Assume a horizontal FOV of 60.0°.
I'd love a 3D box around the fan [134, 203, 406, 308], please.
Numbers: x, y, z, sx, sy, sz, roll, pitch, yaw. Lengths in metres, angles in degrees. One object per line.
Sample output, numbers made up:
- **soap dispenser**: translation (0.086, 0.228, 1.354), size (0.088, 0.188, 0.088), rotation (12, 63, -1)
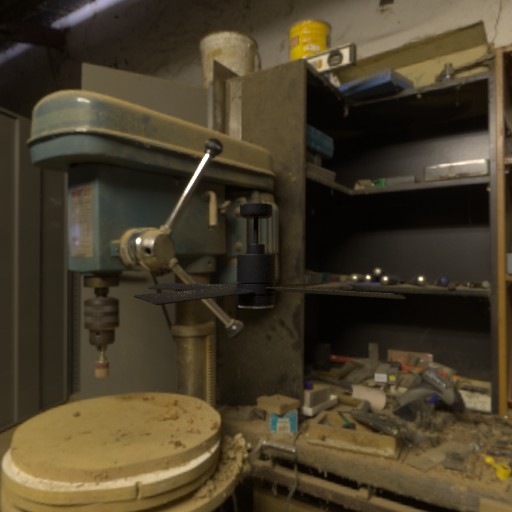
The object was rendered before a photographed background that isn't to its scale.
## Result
- **fan**: translation (0.000, 0.000, 2.336), size (1.525, 0.534, 1.525), rotation (-1, -1, 35)
